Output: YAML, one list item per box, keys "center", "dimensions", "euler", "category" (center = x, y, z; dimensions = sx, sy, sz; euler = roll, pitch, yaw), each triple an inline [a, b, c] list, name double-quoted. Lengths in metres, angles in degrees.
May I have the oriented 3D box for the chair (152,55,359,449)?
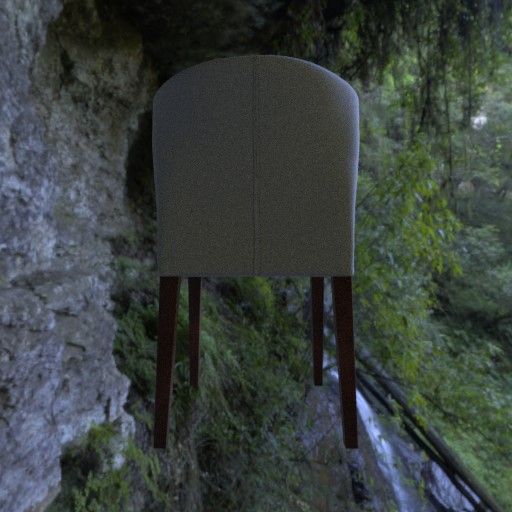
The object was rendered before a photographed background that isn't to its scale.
- center: [0.000, 0.000, 1.208]
  dimensions: [0.491, 0.839, 0.592]
  euler: [0, -1, 0]
  category: "chair"
